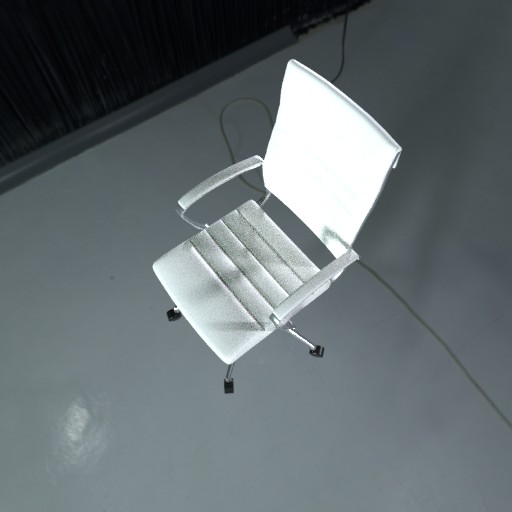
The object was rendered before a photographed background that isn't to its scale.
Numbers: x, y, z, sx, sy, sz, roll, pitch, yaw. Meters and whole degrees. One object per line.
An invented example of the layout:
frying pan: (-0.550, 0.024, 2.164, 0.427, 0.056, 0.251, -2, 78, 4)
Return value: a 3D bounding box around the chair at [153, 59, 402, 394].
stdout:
chair: (0.000, 0.000, 1.658, 0.739, 1.149, 0.766, -36, 69, -16)
